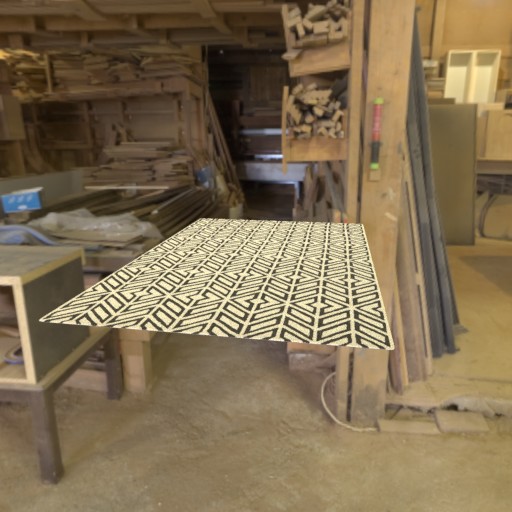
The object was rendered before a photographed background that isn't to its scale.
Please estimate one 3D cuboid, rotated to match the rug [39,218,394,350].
[{"bbox_3d":[0.000,0.000,2.980,1.523,0.008,2.438,3,16,10],"label":"rug"}]
